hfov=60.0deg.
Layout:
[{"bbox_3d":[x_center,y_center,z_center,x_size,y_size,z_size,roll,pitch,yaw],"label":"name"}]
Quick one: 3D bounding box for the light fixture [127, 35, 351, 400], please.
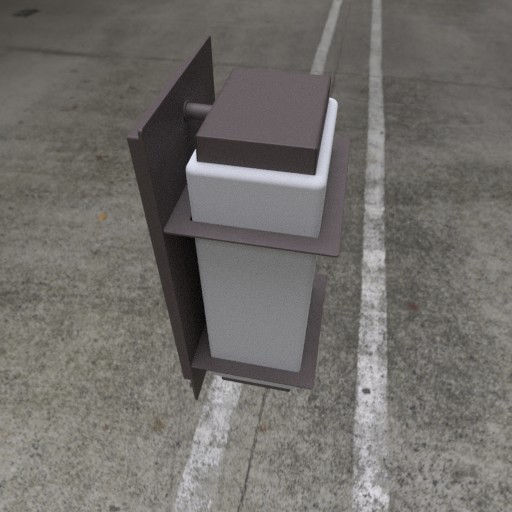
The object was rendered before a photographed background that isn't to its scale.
[{"bbox_3d":[0.000,0.000,0.429,0.146,0.347,0.153,8,47,8],"label":"light fixture"}]
